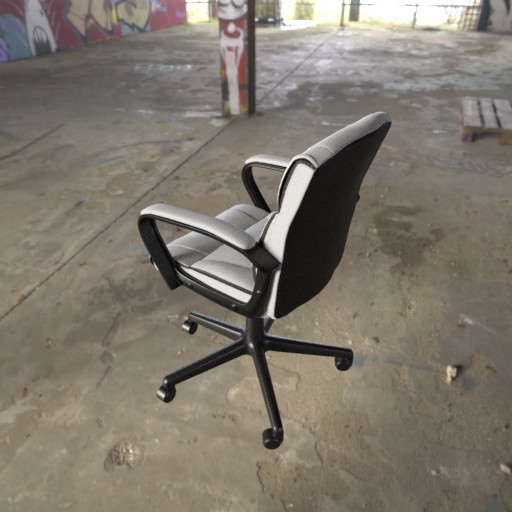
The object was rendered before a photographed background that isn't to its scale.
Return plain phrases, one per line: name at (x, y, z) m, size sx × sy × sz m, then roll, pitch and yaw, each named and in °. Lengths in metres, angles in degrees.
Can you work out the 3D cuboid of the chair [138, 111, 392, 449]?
chair at (0.000, 0.000, 1.502) m, size 0.717 × 1.004 × 0.739 m, roll 22°, pitch 38°, yaw 30°
